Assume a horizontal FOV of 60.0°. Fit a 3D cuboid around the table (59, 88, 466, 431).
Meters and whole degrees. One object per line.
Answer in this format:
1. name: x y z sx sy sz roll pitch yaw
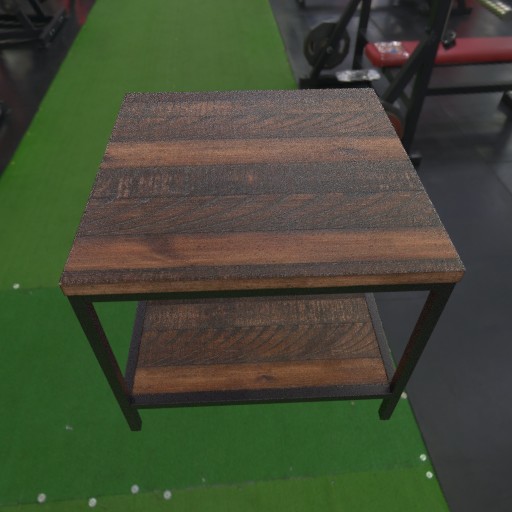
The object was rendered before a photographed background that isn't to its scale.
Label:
1. table: 0.000 0.000 0.958 0.548 0.482 0.553 -2 46 -2
